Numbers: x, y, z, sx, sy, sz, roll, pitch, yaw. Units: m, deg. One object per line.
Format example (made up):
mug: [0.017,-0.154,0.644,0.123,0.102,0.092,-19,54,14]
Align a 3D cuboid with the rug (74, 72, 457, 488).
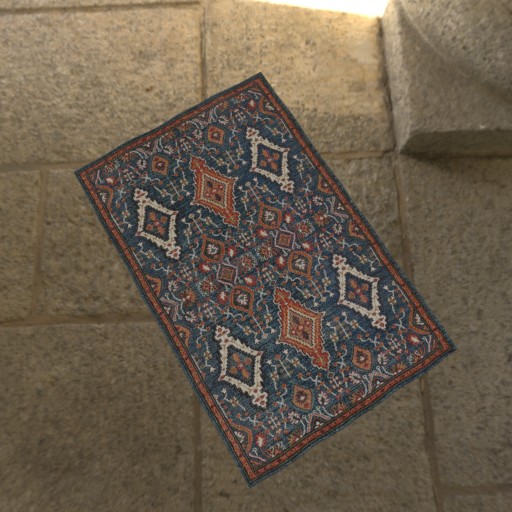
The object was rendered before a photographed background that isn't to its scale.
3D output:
rug: [0.000,0.000,4.152,2.190,0.008,3.371,-31,78,-7]
